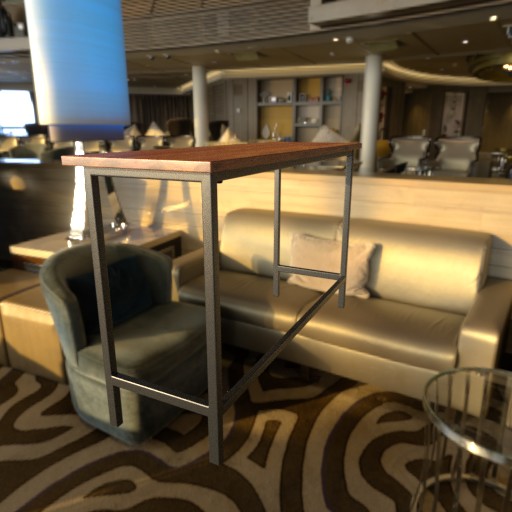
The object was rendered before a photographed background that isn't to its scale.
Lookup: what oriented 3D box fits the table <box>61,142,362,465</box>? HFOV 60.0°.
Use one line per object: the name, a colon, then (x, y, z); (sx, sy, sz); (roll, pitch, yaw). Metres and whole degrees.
table: (0.000, 0.000, 1.555); (0.408, 0.740, 1.204); (8, 18, 25)
